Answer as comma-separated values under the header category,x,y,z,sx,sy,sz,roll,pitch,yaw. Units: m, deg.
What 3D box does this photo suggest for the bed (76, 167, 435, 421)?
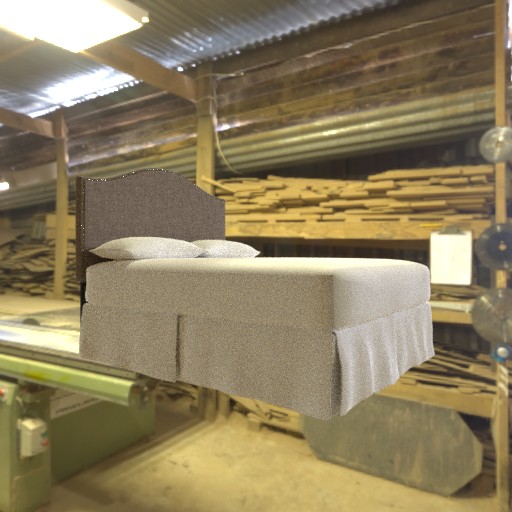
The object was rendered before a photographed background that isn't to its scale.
category,x,y,z,sx,sy,sz,roll,pitch,yaw
bed,0.000,0.000,3.257,2.153,1.518,1.713,0,0,36
